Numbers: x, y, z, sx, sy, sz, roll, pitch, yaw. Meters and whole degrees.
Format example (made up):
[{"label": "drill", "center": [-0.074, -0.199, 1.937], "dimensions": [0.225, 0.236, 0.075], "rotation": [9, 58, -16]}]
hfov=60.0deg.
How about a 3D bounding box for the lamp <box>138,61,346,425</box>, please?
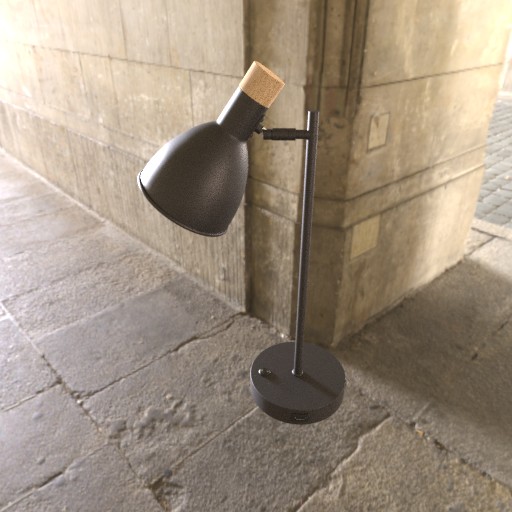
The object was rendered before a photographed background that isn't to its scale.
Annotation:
[{"label": "lamp", "center": [0.000, 0.000, 0.597], "dimensions": [0.287, 0.483, 0.152], "rotation": [1, 29, 1]}]
